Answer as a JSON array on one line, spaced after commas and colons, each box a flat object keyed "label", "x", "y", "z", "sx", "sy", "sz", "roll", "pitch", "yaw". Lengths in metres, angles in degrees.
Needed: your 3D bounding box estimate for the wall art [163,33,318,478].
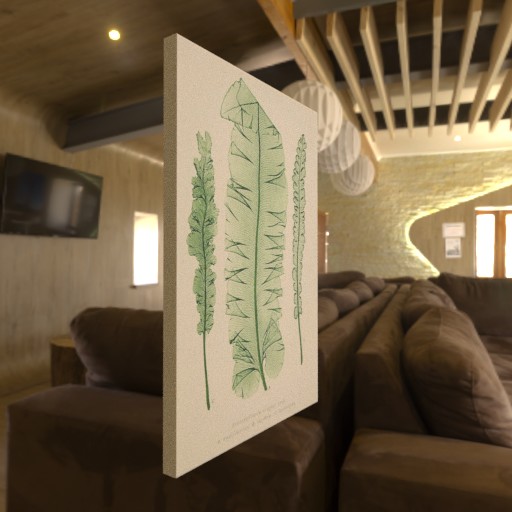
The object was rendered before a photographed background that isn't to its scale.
[{"label": "wall art", "x": 0.000, "y": 0.000, "z": 1.168, "sx": 0.038, "sy": 0.914, "sz": 0.610, "roll": 0, "pitch": -1, "yaw": 36}]
